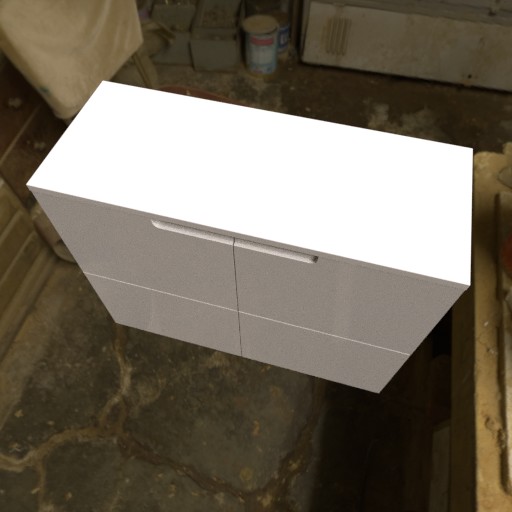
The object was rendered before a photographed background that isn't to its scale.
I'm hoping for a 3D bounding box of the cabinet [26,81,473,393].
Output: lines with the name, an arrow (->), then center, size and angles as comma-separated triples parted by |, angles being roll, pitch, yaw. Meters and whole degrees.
cabinet -> 0.000, 0.000, 1.399 | 1.000, 0.800, 0.400 | 13, 58, 8
